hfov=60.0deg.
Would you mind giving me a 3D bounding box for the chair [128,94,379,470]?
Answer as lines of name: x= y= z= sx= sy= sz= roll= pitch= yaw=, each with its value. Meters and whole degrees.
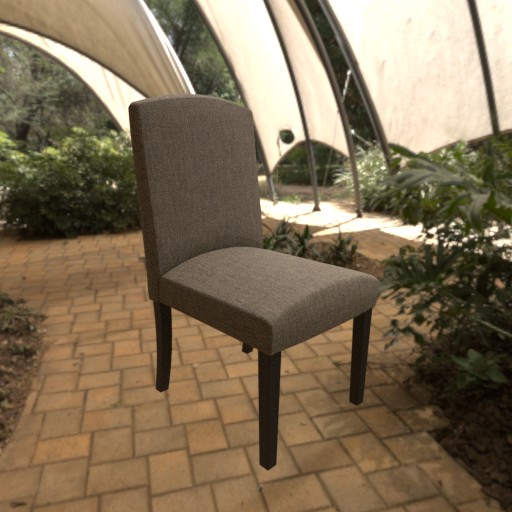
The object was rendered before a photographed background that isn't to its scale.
chair: x=0.000 y=0.000 z=1.283 sx=0.451 sy=0.917 sz=0.580 roll=-14 pitch=20 yaw=-42
